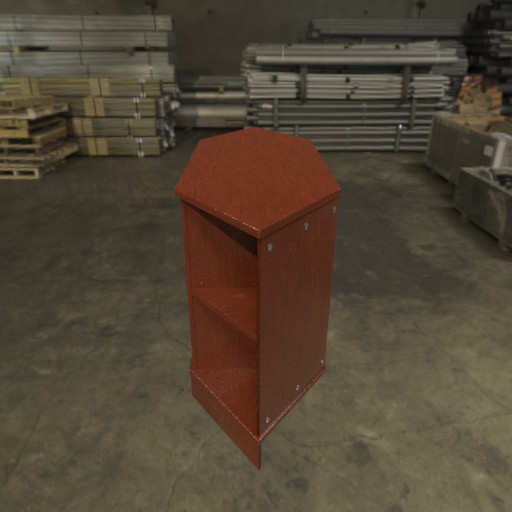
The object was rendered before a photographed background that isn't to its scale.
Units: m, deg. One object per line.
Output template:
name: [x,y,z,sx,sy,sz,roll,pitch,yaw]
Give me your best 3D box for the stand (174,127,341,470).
stand: [0.000,0.000,1.394,0.381,0.614,1.072,0,26,-1]
